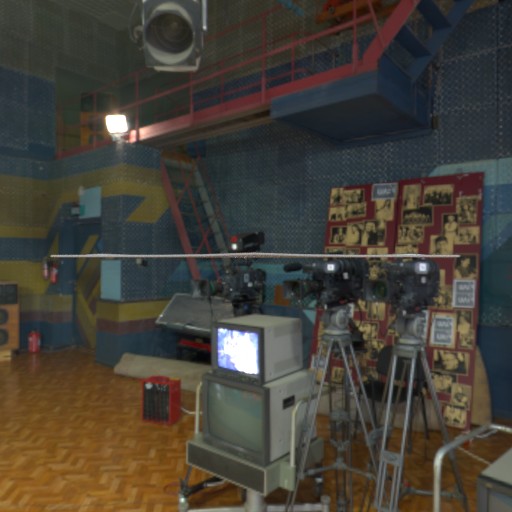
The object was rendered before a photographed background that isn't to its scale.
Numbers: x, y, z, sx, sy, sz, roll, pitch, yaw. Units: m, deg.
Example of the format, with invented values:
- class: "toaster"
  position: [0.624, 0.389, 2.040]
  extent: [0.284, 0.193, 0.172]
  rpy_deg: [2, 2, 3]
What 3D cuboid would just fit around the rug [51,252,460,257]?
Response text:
- class: "rug"
  position: [0.000, 0.000, 4.287]
  extent: [2.428, 0.027, 3.333]
  rpy_deg: [0, 0, 0]
